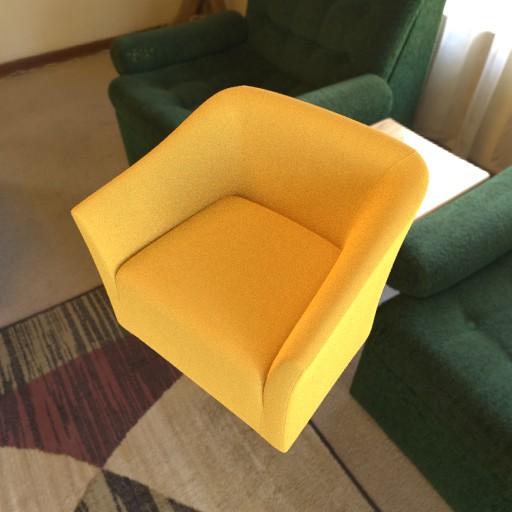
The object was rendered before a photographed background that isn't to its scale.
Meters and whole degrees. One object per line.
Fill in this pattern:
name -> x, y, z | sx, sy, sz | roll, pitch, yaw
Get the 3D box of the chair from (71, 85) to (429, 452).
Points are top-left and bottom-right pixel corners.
chair -> 0.000, 0.000, 1.399 | 0.790, 0.720, 0.700 | 30, 54, 25
